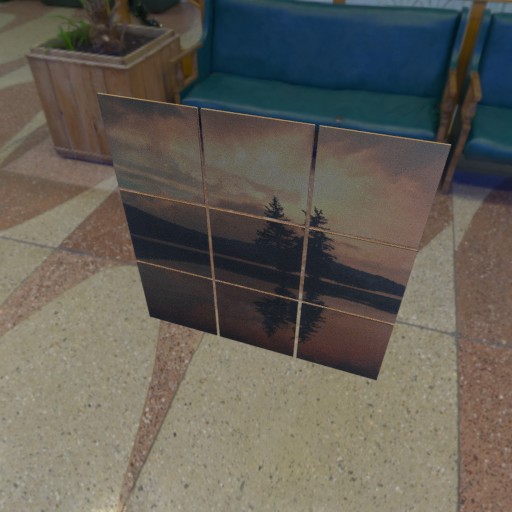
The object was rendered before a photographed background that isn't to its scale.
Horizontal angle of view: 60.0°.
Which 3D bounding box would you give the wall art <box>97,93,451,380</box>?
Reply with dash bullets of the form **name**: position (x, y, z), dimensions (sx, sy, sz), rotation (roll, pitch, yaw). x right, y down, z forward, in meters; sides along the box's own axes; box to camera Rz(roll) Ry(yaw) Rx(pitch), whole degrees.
- **wall art**: position (0.000, 0.000, 2.322), dimensions (1.520, 1.525, 0.013), rotation (13, 43, 14)
